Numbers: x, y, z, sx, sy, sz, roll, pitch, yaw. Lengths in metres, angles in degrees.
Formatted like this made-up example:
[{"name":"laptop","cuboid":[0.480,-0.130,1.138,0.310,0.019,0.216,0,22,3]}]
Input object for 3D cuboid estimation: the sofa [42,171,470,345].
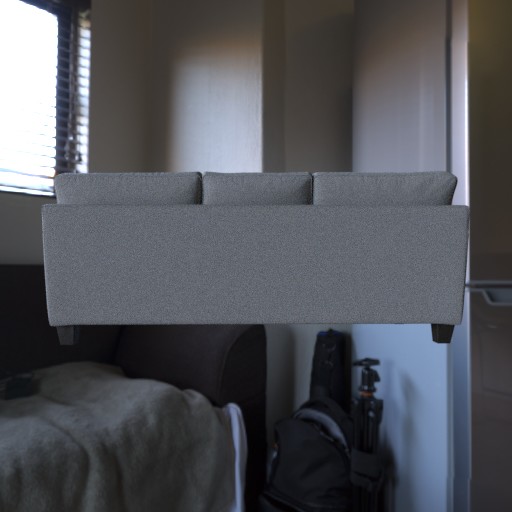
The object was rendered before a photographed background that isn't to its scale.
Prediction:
[{"name":"sofa","cuboid":[0.000,0.000,2.858,2.323,0.997,1.016,0,0,-1]}]
